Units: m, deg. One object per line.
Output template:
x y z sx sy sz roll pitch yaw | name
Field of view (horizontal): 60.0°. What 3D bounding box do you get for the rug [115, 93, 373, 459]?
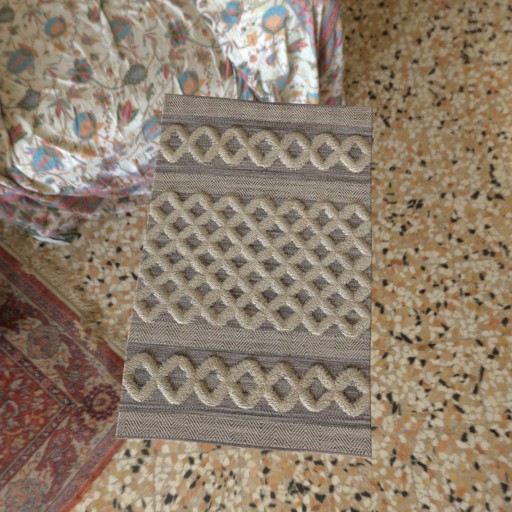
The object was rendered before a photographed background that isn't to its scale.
0.000 0.000 2.880 1.513 0.033 2.333 4 75 1 | rug
